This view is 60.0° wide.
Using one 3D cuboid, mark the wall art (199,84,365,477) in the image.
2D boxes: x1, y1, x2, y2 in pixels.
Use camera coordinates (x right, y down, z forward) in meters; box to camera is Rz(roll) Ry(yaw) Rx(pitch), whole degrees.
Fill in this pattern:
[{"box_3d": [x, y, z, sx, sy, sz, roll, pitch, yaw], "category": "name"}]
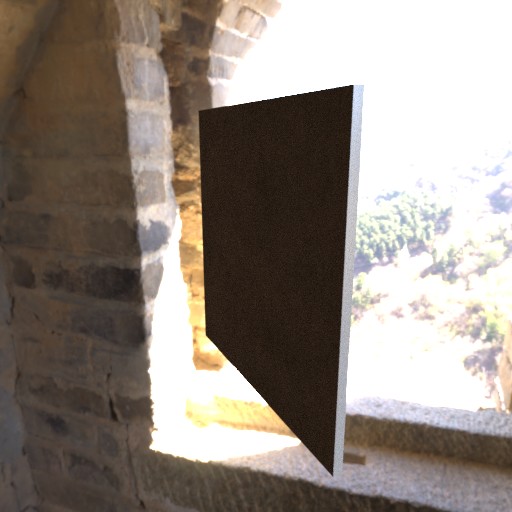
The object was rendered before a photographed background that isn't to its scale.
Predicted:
[{"box_3d": [0.000, 0.000, 1.001, 0.020, 0.661, 0.664, -7, 16, -25], "category": "wall art"}]
